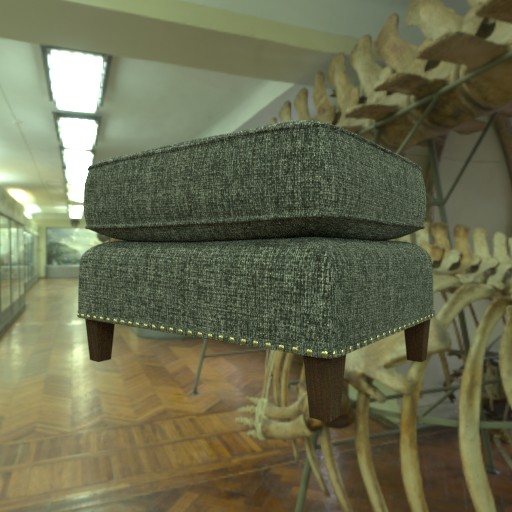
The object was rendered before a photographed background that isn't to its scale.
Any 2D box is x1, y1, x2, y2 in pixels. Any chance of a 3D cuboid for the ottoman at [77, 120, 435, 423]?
[{"bbox_3d":[0.000,0.000,1.134,0.738,0.537,0.589,1,1,37],"label":"ottoman"}]
